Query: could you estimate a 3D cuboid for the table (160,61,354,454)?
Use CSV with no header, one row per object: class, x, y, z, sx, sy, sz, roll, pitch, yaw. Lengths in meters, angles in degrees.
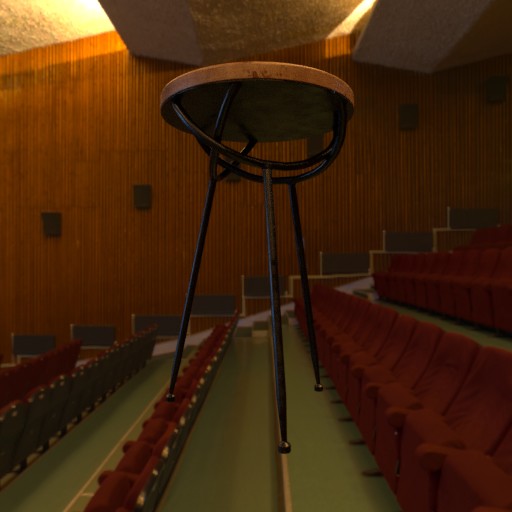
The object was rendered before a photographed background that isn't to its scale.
table,0.000,0.000,0.952,0.414,0.664,0.418,0,0,0
